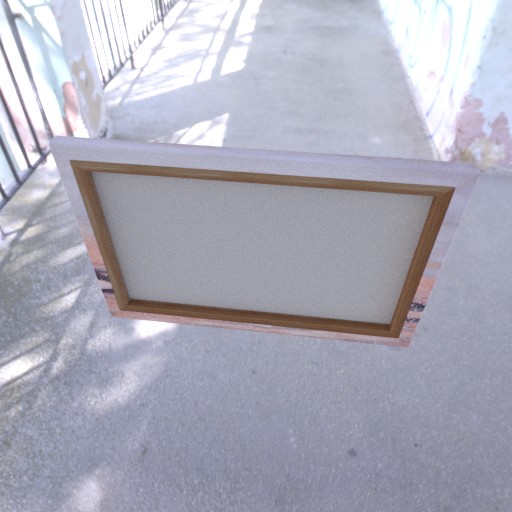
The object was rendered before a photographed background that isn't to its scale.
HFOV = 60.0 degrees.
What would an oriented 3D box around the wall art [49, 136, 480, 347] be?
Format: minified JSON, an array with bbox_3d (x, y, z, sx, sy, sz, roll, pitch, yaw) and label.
[{"bbox_3d":[0.000,0.000,1.152,0.913,0.609,0.038,5,44,5],"label":"wall art"}]
